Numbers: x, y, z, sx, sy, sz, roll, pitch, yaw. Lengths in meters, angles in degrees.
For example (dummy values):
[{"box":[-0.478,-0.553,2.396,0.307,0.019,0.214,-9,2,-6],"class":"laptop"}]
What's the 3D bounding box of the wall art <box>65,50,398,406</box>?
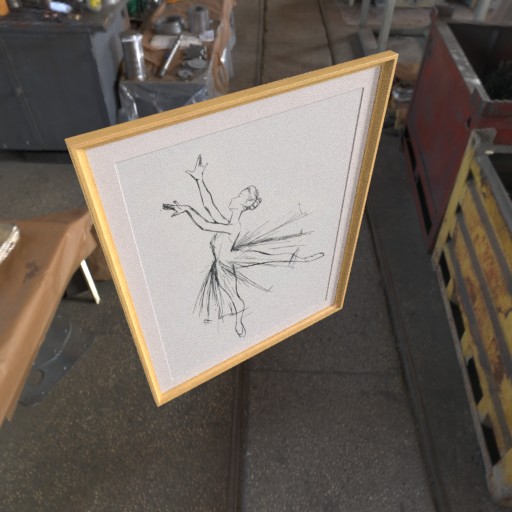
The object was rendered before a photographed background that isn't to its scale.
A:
[{"box":[0.000,0.000,1.298,0.798,1.002,0.030,-24,50,-22],"class":"wall art"}]
